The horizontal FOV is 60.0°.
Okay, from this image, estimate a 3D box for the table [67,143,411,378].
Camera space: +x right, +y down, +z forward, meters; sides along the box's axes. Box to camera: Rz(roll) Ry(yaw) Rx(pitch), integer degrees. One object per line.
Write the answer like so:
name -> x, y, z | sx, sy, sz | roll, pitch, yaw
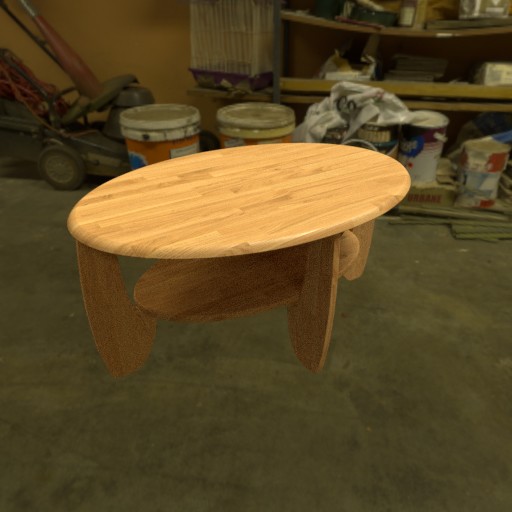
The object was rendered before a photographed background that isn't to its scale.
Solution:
table -> 0.000, 0.000, 1.383 | 1.040, 0.490, 0.690 | -19, 35, -29
